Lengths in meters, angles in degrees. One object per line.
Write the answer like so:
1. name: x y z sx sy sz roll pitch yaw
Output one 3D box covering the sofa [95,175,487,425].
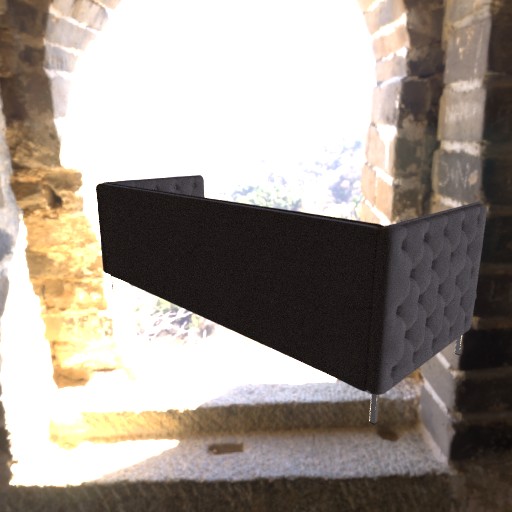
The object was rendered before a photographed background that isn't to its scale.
1. sofa: 0.000 0.000 2.578 0.895 0.771 2.209 -14 21 -43
